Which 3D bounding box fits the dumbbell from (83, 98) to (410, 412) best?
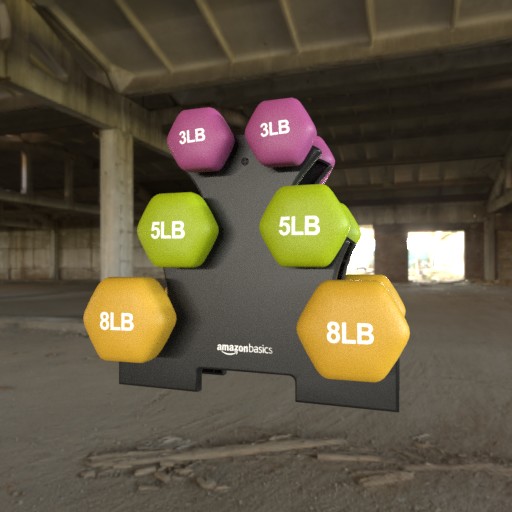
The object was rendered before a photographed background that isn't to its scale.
[{"bbox_3d":[0.000,0.000,0.462,0.300,0.271,0.190,0,-1,18],"label":"dumbbell"}]
